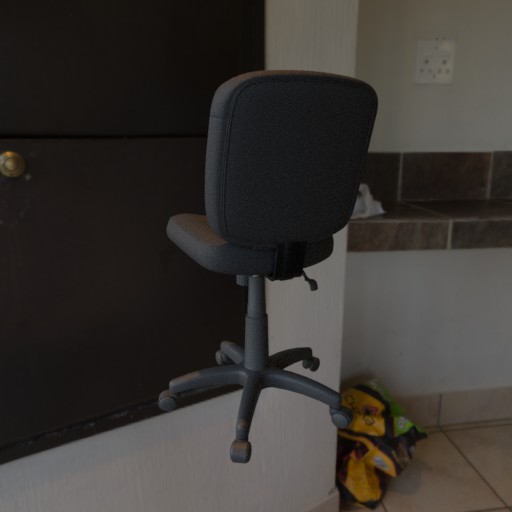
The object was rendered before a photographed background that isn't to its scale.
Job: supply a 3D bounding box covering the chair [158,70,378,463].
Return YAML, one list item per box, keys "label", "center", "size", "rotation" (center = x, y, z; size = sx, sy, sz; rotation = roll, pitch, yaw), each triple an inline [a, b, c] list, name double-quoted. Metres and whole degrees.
- label: "chair"
  center: [0.000, 0.000, 1.340]
  size: [0.610, 0.972, 0.610]
  rotation: [-7, 16, -26]
